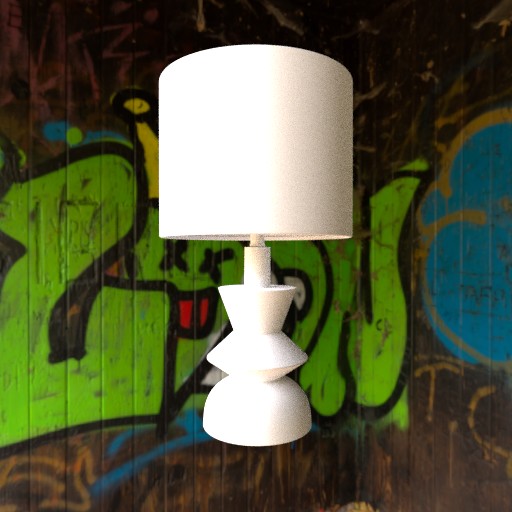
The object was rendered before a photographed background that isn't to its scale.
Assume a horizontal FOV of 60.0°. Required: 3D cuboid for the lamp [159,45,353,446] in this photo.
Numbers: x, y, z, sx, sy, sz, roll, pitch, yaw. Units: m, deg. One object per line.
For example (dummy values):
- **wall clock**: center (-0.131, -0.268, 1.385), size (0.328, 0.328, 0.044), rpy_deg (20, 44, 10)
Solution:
- **lamp**: center (0.000, 0.000, 0.708), size (0.301, 0.533, 0.301), rpy_deg (0, 1, 36)
